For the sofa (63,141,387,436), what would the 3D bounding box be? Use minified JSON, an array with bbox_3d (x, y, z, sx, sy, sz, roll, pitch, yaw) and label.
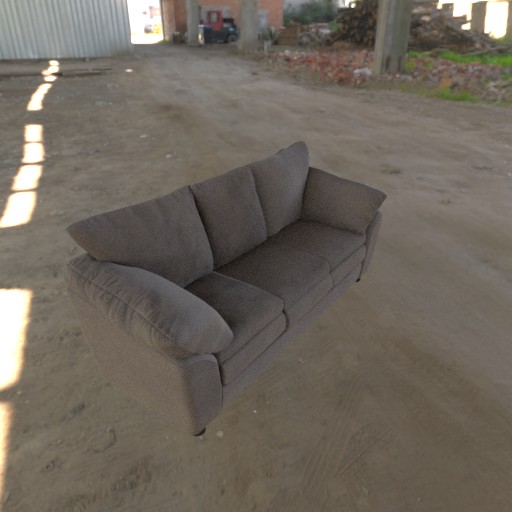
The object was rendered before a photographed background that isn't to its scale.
[{"bbox_3d":[0.000,0.000,2.945,0.878,1.073,2.336,19,33,32],"label":"sofa"}]
